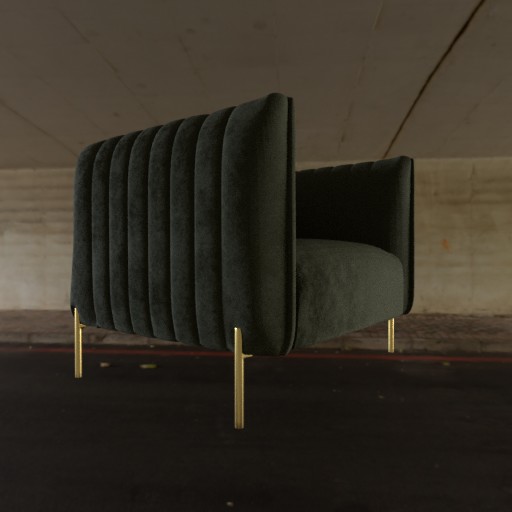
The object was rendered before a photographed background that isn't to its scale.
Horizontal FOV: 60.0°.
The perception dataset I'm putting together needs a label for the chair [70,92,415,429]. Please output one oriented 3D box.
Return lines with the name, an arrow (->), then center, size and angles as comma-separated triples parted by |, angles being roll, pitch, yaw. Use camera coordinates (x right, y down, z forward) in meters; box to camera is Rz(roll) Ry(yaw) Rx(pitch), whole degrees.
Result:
chair -> 0.000, 0.000, 1.625 | 0.877, 0.794, 1.032 | 1, 1, 37
